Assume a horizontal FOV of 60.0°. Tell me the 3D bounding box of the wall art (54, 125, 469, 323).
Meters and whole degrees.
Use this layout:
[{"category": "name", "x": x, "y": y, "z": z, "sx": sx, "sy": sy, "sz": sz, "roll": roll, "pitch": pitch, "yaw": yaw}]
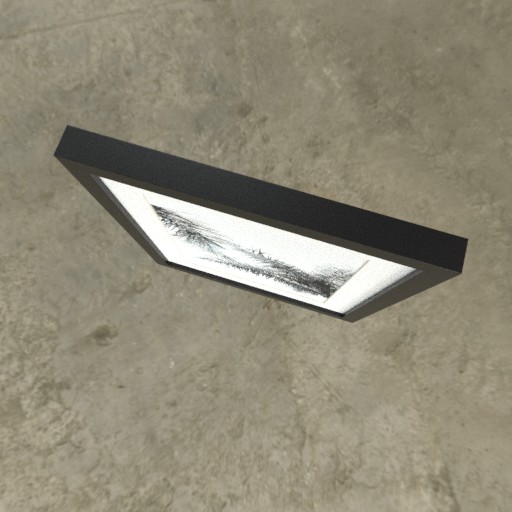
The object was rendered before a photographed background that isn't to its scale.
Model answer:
[{"category": "wall art", "x": 0.000, "y": 0.000, "z": 0.525, "sx": 0.325, "sy": 0.380, "sz": 0.028, "roll": 17, "pitch": 77, "yaw": 4}]
